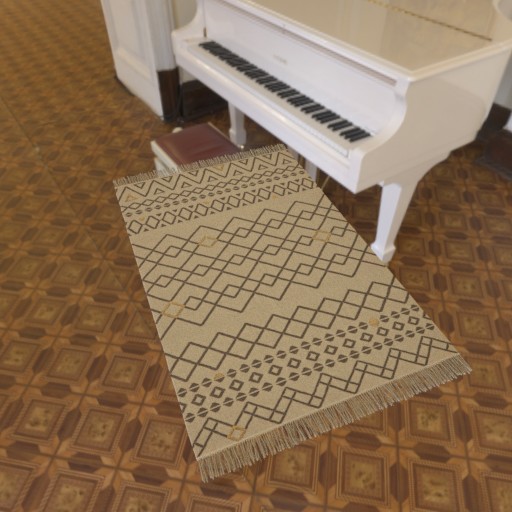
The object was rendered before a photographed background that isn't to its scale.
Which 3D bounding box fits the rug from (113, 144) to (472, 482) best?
[{"bbox_3d":[0.000,0.000,2.947,1.495,0.035,2.472,-16,47,-15],"label":"rug"}]
